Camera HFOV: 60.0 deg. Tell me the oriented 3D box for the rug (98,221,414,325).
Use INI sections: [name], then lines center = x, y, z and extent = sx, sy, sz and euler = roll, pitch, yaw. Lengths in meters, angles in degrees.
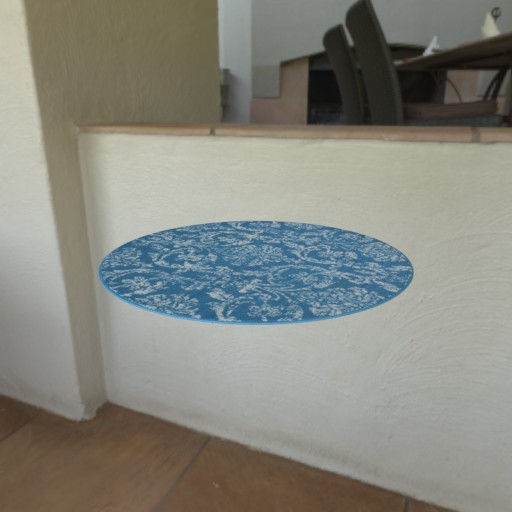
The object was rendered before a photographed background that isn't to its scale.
[rug]
center = 0.000, 0.000, 2.361
extent = 1.593, 0.012, 1.593
euler = 0, 18, 0
